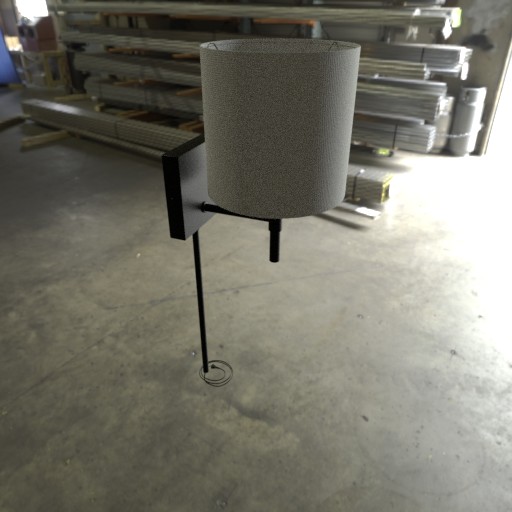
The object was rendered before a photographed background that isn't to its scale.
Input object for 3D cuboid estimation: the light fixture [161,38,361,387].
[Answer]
[{"bbox_3d":[0.000,0.000,0.680,0.248,0.589,0.188,11,32,19],"label":"light fixture"}]
